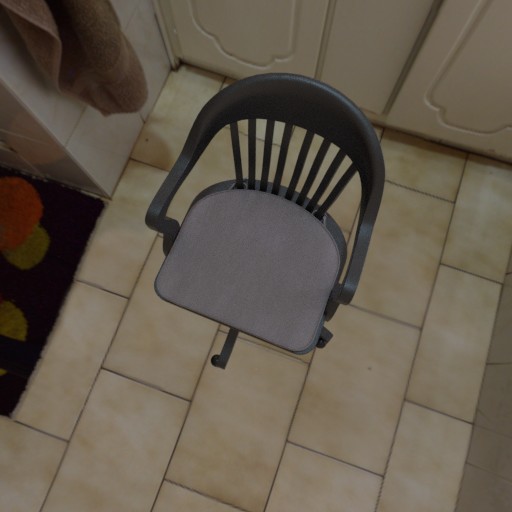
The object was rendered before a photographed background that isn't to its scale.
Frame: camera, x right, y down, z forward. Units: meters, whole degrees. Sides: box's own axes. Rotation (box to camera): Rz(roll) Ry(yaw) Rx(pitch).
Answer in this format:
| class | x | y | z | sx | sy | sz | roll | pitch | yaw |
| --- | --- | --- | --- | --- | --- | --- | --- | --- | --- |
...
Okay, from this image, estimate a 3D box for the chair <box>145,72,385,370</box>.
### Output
| class | x | y | z | sx | sy | sz | roll | pitch | yaw |
| --- | --- | --- | --- | --- | --- | --- | --- | --- | --- |
| chair | 0.000 | 0.000 | 1.483 | 0.750 | 0.878 | 0.788 | 21 | 77 | 5 |
